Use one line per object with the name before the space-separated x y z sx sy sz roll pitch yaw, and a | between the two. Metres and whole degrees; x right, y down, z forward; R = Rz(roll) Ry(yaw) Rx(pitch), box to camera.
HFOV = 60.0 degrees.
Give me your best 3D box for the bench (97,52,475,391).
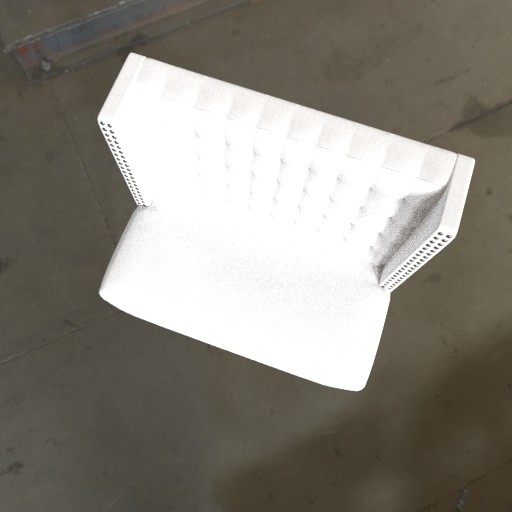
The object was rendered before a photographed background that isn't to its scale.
bench | 0.000 0.000 1.958 1.280 1.123 0.847 19 76 5
